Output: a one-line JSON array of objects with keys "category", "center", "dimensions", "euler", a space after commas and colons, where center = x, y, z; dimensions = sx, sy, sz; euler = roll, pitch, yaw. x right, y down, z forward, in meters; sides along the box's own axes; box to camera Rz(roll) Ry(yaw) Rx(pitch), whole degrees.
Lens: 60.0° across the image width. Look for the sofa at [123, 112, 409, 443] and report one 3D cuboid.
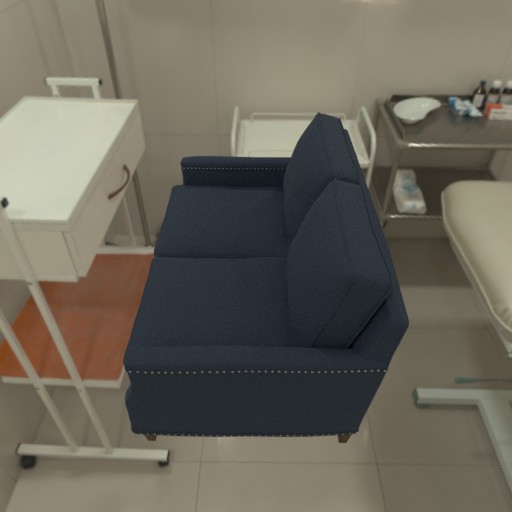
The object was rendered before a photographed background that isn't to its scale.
[{"category": "sofa", "center": [0.000, 0.000, 2.293], "dimensions": [1.084, 1.003, 1.597], "euler": [0, 41, 1]}]
